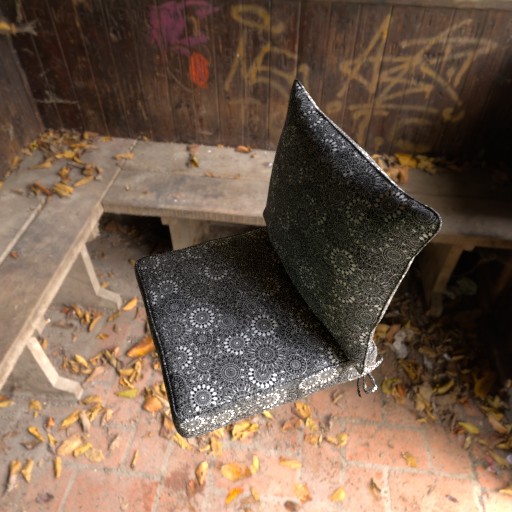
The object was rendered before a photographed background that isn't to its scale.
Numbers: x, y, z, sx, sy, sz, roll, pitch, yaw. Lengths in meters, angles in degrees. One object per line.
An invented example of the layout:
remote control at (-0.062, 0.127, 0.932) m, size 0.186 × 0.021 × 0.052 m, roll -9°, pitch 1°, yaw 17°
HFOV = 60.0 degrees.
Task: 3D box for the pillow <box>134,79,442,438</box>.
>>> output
pillow at (0.000, 0.000, 1.372) m, size 0.740 × 0.722 × 0.798 m, roll -15°, pitch 48°, yaw -15°
